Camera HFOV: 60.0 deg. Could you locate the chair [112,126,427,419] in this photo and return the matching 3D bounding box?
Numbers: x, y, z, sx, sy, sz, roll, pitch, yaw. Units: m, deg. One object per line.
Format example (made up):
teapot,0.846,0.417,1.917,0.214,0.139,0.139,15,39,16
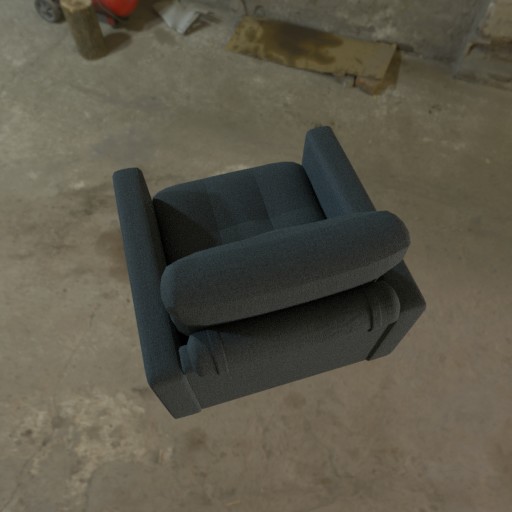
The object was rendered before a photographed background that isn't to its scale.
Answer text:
chair,0.000,0.000,1.513,0.821,0.880,0.843,-14,60,-8
